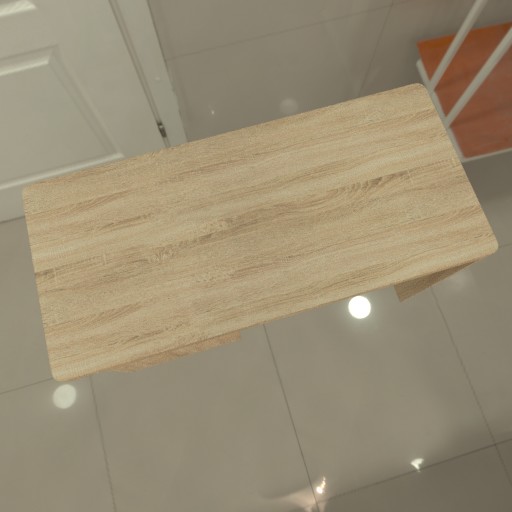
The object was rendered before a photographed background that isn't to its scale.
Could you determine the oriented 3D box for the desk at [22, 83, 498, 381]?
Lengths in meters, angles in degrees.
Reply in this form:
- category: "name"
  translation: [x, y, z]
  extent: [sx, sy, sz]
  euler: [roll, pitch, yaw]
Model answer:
- category: "desk"
  translation: [0.000, 0.000, 1.568]
  extent: [1.200, 0.760, 0.550]
  euler: [-16, 75, -4]
